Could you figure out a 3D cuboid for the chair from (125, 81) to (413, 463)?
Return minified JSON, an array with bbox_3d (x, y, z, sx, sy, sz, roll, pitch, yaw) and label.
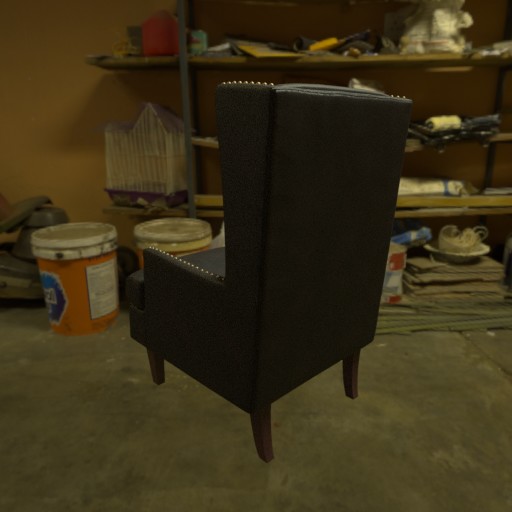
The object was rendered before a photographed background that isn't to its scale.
[{"bbox_3d":[0.000,0.000,1.652,0.703,1.142,0.799,-15,22,-43],"label":"chair"}]
